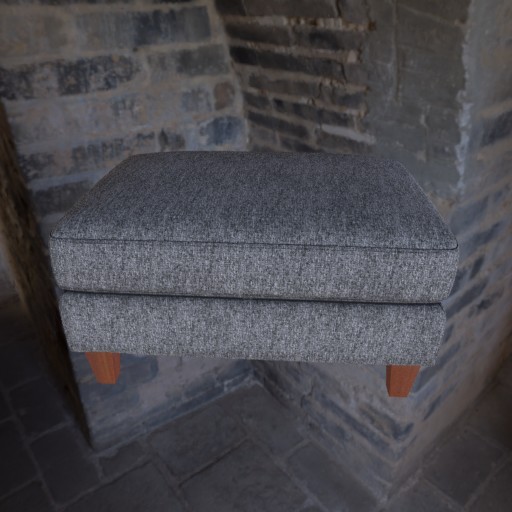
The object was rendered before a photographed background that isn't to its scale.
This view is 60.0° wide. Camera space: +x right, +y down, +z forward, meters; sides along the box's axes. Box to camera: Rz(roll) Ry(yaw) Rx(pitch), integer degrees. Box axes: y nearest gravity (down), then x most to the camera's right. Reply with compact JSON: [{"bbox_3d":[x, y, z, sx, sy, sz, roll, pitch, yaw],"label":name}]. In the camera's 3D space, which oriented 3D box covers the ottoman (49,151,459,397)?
[{"bbox_3d":[0.000,0.000,1.206,0.864,0.483,0.584,2,29,3],"label":"ottoman"}]
